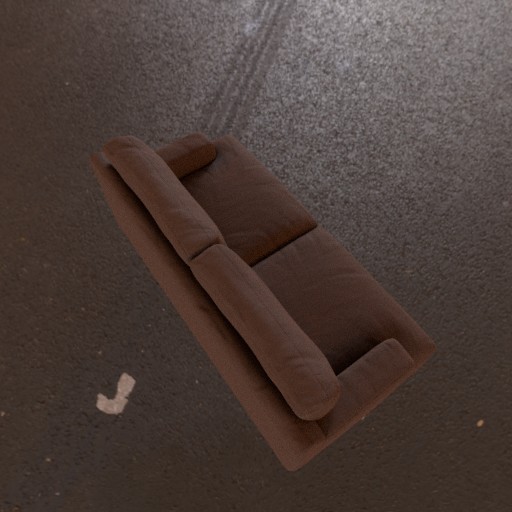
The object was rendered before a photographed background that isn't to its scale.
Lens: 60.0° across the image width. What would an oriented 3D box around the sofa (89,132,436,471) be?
[{"bbox_3d":[0.000,0.000,2.871,1.140,0.950,2.274,-31,63,-18],"label":"sofa"}]
